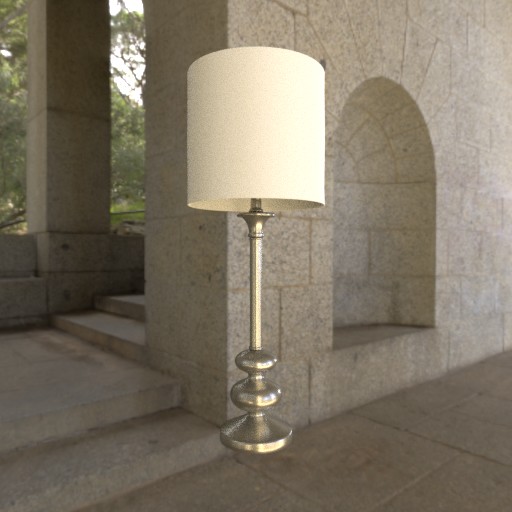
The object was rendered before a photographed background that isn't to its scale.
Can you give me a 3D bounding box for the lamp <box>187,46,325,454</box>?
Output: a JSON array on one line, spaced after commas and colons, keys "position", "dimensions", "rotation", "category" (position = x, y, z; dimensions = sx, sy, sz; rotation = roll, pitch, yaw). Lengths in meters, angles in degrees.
[{"position": [0.000, 0.000, 0.831], "dimensions": [0.254, 0.690, 0.254], "rotation": [0, 1, 19], "category": "lamp"}]
